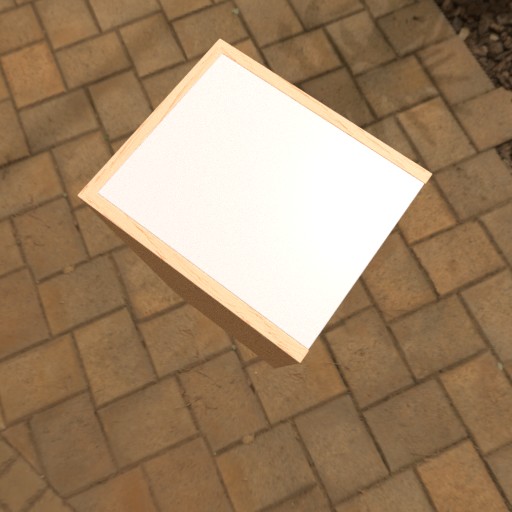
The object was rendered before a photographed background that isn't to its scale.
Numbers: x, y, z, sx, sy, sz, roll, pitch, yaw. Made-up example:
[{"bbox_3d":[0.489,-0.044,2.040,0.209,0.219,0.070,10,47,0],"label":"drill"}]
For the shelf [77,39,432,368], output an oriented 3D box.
[{"bbox_3d":[0.000,0.000,0.764,0.290,0.600,0.250,36,78,9],"label":"shelf"}]
